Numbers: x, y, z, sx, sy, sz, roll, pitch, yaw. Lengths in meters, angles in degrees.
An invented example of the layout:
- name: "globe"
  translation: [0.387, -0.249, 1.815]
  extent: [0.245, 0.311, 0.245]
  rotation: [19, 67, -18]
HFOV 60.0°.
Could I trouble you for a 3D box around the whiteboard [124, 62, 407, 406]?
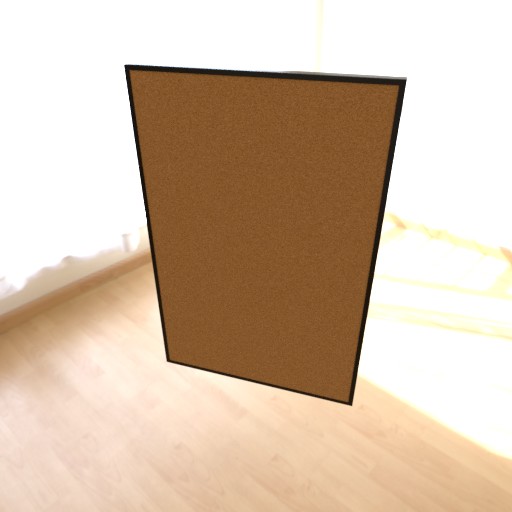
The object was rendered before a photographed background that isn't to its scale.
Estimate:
- name: "whiteboard"
  translation: [0.000, 0.000, 0.778]
  extent: [0.406, 0.611, 0.026]
  rotation: [9, 33, 15]
